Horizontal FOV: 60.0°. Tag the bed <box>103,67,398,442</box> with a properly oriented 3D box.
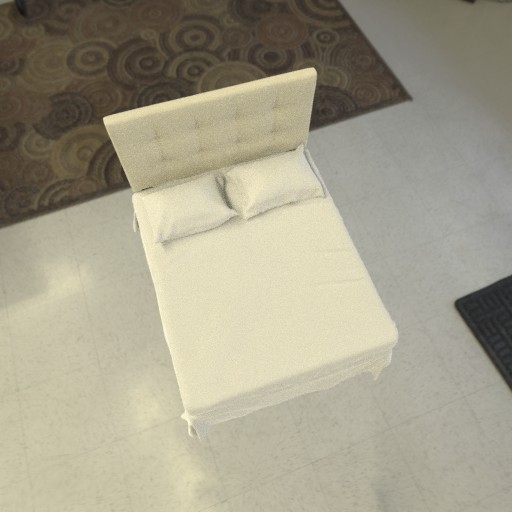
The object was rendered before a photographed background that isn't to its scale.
[{"bbox_3d":[0.000,0.000,3.531,1.936,1.577,2.222,-17,65,-8],"label":"bed"}]
